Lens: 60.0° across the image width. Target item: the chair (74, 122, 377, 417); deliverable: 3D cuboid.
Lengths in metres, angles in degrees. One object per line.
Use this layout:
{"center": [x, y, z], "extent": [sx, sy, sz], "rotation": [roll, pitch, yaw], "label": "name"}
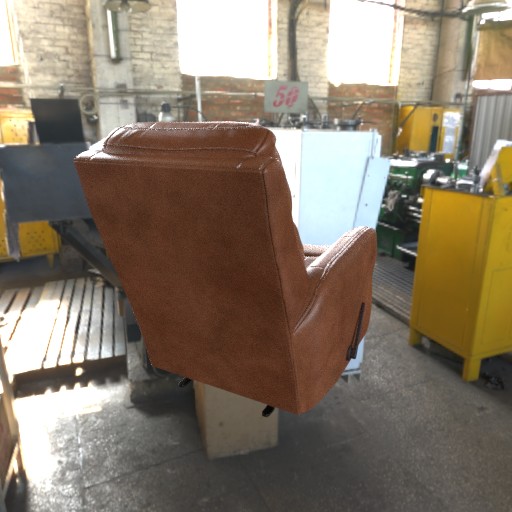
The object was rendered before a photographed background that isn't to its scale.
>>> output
{"center": [0.000, 0.000, 1.756], "extent": [0.821, 1.016, 1.072], "rotation": [9, 19, 28], "label": "chair"}
